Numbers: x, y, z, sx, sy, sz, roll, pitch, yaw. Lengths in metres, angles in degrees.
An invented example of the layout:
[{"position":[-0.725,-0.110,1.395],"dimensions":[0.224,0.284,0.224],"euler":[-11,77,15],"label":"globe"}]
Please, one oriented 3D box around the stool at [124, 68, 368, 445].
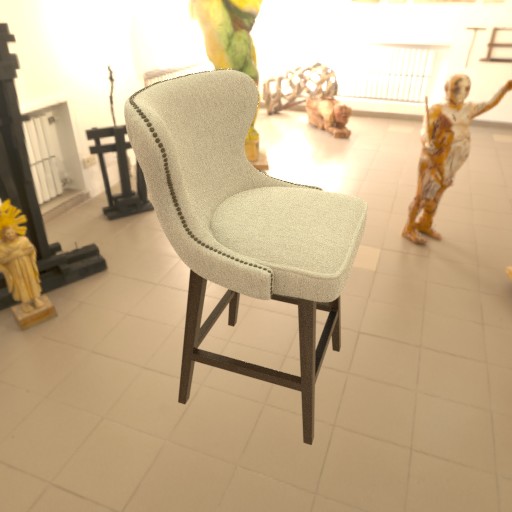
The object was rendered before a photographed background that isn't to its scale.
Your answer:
[{"position":[0.000,0.000,1.345],"dimensions":[0.597,0.972,0.615],"euler":[11,33,17],"label":"stool"}]
